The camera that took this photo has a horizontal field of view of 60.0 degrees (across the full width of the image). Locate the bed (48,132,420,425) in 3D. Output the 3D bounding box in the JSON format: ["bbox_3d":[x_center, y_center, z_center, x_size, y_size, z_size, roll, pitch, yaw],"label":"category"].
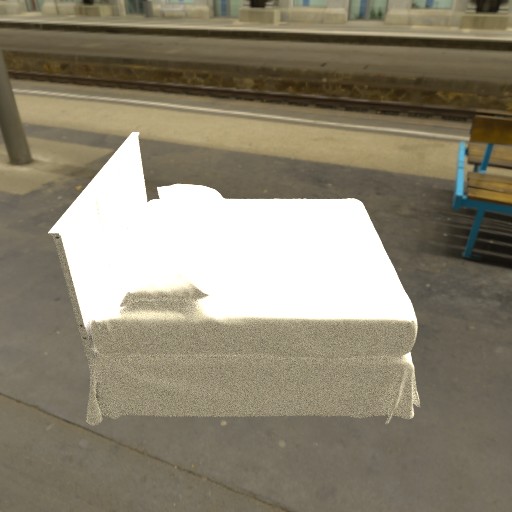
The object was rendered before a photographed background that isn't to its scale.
[{"bbox_3d":[0.000,0.000,3.127,2.047,1.269,1.876,0,32,0],"label":"bed"}]
